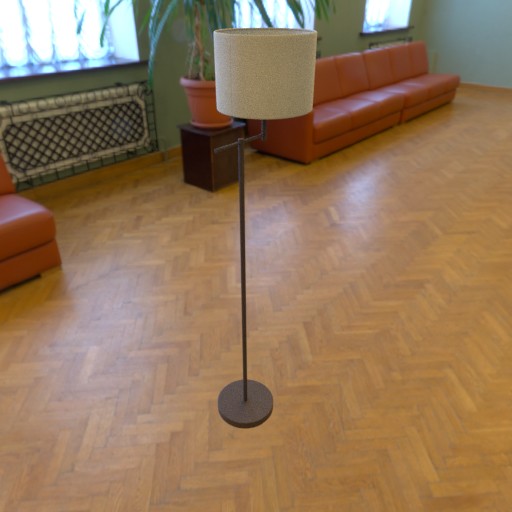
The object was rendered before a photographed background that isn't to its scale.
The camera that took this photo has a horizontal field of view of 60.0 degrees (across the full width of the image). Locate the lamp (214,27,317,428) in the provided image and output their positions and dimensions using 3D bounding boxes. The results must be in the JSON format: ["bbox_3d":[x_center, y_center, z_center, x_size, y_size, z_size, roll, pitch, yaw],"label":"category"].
[{"bbox_3d":[0.000,0.000,1.768,0.324,1.600,0.416,23,37,33],"label":"lamp"}]
